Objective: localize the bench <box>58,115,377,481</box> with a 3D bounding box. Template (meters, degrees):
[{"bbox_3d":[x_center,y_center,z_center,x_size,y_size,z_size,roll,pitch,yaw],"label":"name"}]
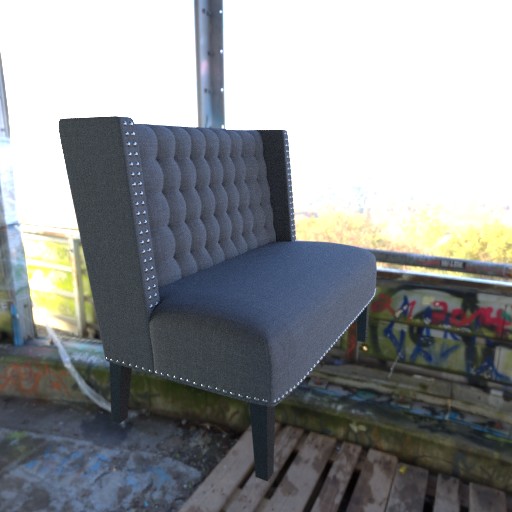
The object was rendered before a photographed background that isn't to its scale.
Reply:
[{"bbox_3d":[0.000,0.000,1.956,0.842,1.121,1.276,7,16,27],"label":"bench"}]
